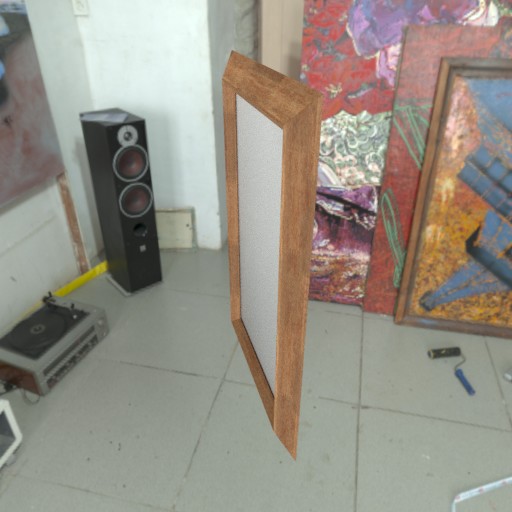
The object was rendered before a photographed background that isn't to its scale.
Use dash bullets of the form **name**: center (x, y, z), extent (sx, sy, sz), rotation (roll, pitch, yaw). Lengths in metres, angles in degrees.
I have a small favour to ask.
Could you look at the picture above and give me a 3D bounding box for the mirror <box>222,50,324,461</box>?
- **mirror**: center (0.000, 0.000, 1.272), extent (0.047, 1.010, 0.651), rotation (-9, 32, -14)
